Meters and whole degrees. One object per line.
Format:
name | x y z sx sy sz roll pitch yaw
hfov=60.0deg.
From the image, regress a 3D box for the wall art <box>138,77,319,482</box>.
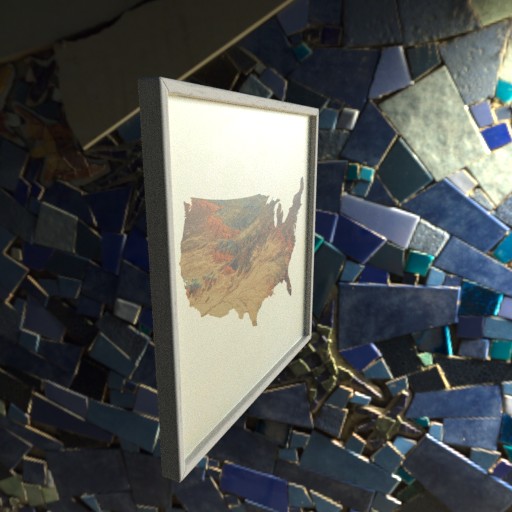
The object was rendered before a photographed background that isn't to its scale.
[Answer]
wall art | 0.000 0.000 1.913 0.078 1.288 1.287 7 16 26
